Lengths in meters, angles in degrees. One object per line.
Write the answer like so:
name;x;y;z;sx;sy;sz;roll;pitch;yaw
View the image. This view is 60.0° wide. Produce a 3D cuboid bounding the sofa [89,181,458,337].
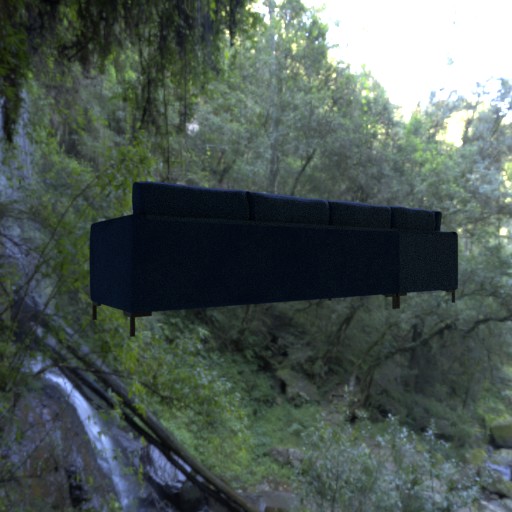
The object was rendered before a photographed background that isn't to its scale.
sofa;0.000;0.000;3.837;2.949;0.815;2.007;0;0;-35
